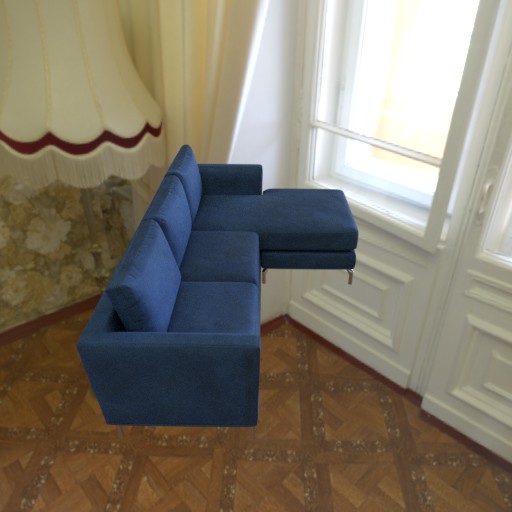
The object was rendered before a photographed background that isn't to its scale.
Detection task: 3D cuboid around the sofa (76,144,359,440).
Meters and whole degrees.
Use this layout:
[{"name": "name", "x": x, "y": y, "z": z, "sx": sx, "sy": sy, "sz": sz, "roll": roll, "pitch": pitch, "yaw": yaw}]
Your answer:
[{"name": "sofa", "x": 0.000, "y": 0.000, "z": 3.183, "sx": 1.622, "sy": 0.987, "sz": 2.438, "roll": 1, "pitch": 31, "yaw": 1}]
